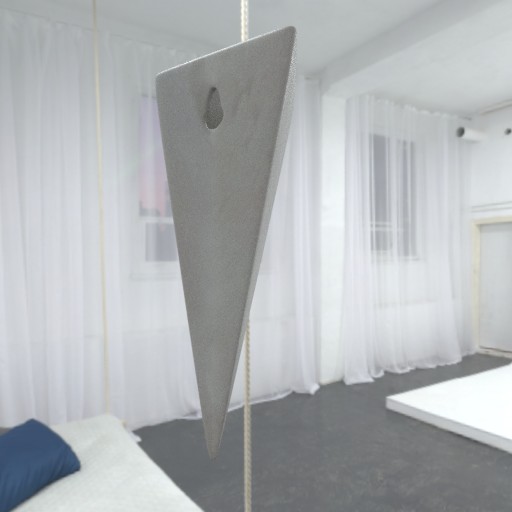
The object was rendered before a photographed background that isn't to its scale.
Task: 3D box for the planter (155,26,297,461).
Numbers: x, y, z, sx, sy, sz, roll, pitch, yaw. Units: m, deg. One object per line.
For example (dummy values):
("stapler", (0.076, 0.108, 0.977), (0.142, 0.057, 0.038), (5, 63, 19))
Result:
("planter", (0.000, 0.000, 0.159), (0.058, 0.130, 0.047), (0, 0, 37))
